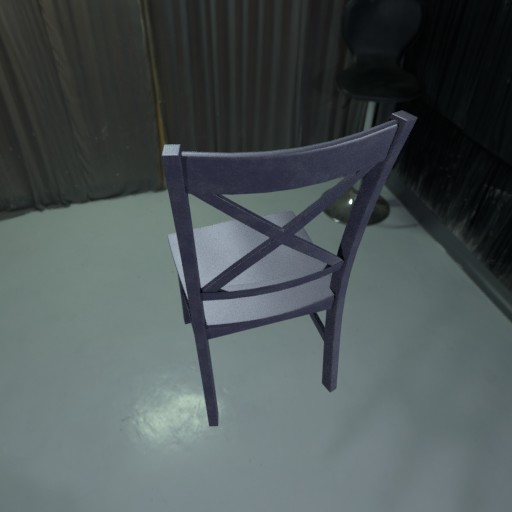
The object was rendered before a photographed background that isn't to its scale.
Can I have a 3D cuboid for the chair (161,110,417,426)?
[{"bbox_3d":[0.000,0.000,1.285,0.485,0.983,0.542,-12,43,-13],"label":"chair"}]
